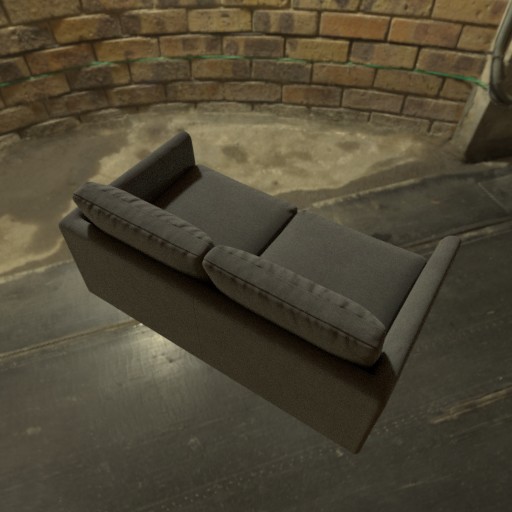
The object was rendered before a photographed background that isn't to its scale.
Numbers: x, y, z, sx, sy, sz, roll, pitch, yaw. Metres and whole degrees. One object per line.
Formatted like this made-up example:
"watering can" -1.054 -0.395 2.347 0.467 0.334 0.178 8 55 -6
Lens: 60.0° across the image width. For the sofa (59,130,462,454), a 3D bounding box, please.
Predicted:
"sofa" 0.000 0.000 2.526 1.909 0.845 1.091 26 53 21
